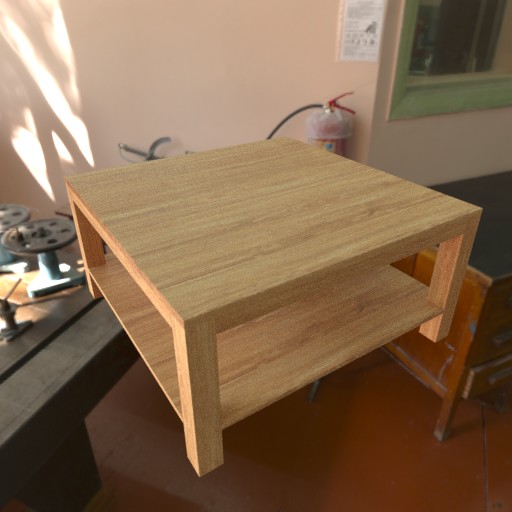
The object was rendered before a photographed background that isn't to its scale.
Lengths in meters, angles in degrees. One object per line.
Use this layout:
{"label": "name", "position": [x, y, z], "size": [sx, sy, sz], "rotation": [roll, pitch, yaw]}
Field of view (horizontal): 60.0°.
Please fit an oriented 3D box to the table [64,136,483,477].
{"label": "table", "position": [0.000, 0.000, 1.440], "size": [0.900, 0.450, 0.900], "rotation": [-18, 35, -28]}
